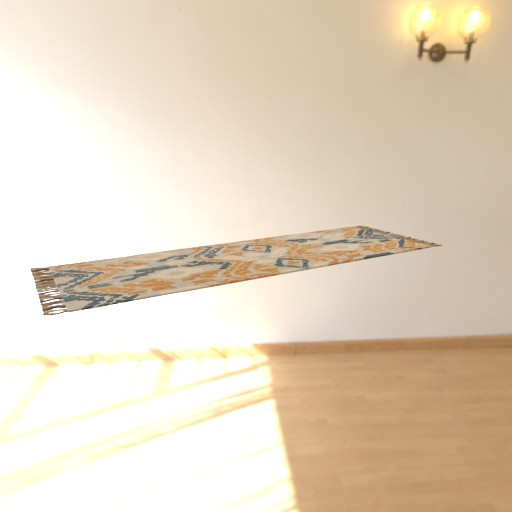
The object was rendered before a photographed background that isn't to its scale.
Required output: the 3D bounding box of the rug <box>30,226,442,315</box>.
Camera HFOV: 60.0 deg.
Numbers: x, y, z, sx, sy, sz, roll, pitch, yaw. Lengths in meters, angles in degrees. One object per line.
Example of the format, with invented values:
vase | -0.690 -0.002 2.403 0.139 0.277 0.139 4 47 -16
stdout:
rug | 0.000 0.000 2.707 2.437 0.010 0.783 -9 17 -29
